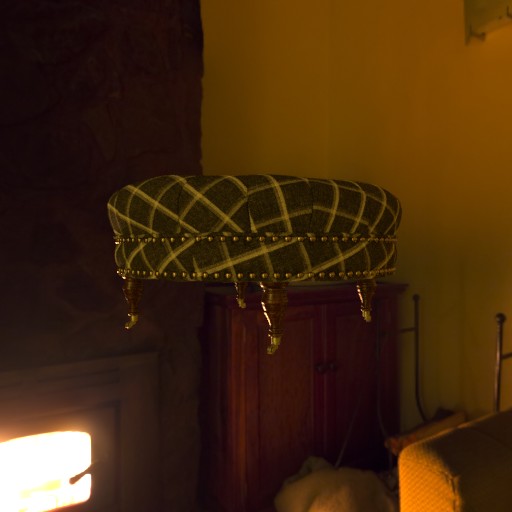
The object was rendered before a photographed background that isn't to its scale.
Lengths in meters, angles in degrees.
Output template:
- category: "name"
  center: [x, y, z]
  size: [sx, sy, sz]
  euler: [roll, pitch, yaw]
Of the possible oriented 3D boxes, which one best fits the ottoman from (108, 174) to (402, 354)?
- category: "ottoman"
  center: [0.000, 0.000, 1.411]
  size: [0.901, 0.439, 0.901]
  euler: [0, 1, 0]
